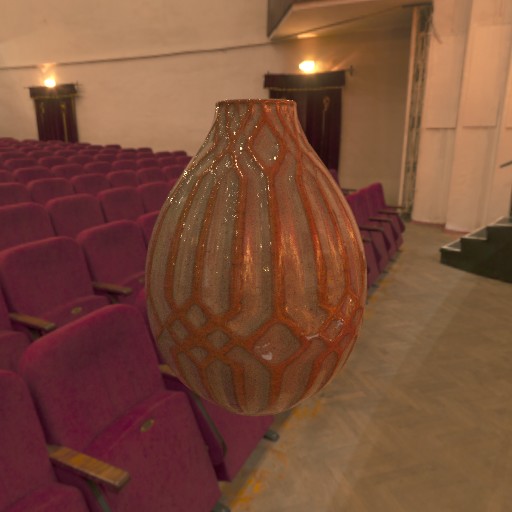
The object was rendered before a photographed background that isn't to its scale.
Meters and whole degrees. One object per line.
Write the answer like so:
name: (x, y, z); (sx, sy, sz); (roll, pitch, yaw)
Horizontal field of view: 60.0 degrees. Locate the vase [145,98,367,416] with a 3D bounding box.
vase: (0.000, 0.000, 0.265); (0.131, 0.175, 0.131); (0, 15, 0)
